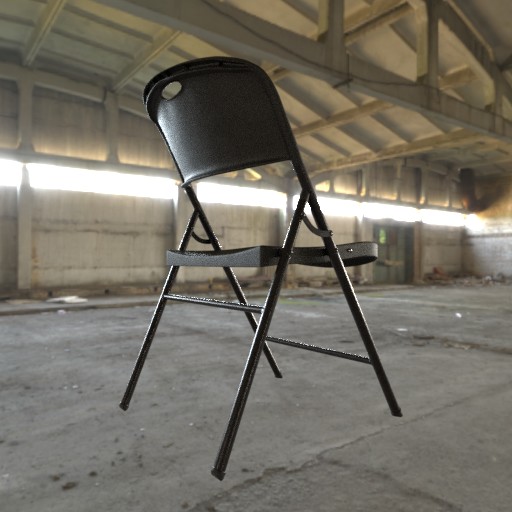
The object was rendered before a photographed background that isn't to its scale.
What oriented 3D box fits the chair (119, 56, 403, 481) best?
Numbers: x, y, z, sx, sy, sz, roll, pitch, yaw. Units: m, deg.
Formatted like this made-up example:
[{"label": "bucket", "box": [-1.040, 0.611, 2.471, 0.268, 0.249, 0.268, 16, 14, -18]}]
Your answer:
[{"label": "chair", "box": [0.000, 0.000, 1.146, 0.567, 0.810, 0.494, 0, -1, -37]}]
